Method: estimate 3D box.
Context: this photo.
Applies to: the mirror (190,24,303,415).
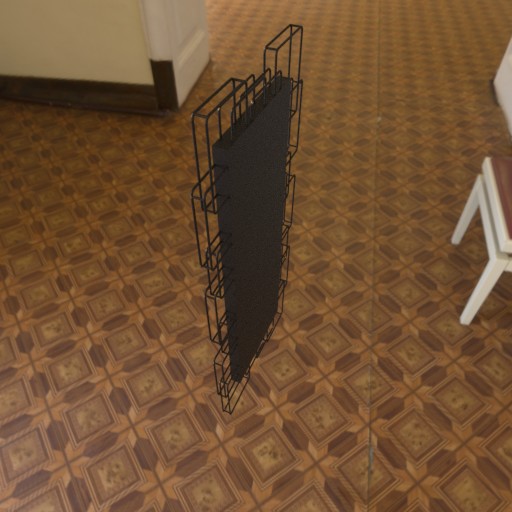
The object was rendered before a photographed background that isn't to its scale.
[{"bbox_3d":[0.000,0.000,1.370,0.037,1.192,0.565,18,49,16],"label":"mirror"}]
